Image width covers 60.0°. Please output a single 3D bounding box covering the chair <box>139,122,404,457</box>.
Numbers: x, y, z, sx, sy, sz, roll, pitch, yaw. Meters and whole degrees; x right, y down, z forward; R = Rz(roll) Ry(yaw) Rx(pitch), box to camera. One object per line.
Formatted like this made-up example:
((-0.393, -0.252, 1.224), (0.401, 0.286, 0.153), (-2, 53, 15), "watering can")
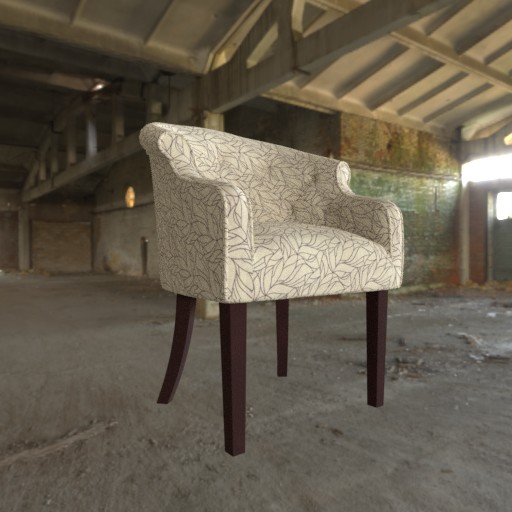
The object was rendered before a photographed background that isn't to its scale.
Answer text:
((0.000, 0.000, 1.316), (0.686, 0.858, 0.613), (-1, 1, -37), "chair")
